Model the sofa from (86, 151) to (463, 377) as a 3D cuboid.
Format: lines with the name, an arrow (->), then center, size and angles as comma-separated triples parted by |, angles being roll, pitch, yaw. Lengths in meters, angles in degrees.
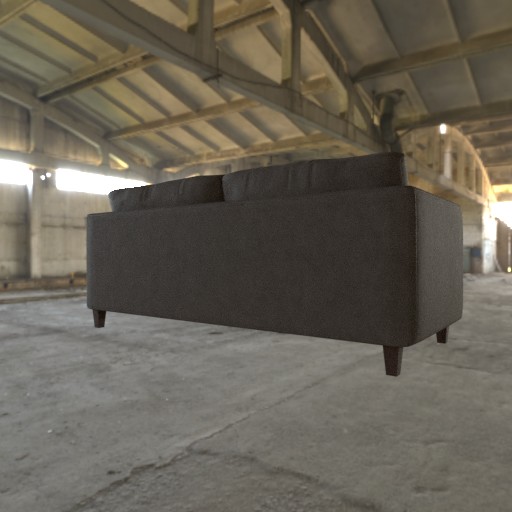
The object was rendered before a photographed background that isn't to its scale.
sofa -> 0.000, 0.000, 2.730 | 2.208, 0.965, 0.951 | 0, 0, 36
